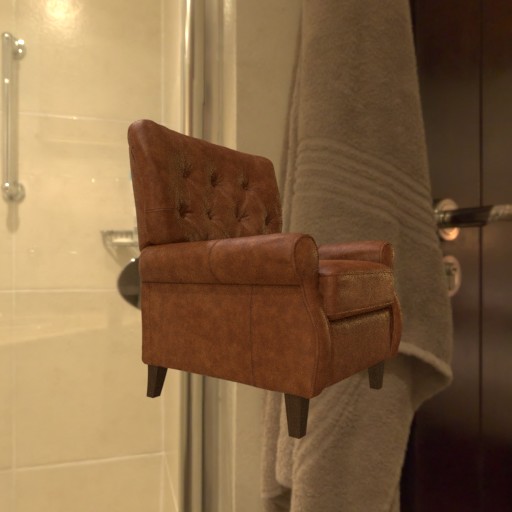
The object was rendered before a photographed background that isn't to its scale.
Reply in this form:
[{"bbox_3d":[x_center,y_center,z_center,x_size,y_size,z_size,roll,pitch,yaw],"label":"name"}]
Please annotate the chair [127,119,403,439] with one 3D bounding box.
[{"bbox_3d":[0.000,0.000,1.943,1.059,1.164,0.951,0,-1,37],"label":"chair"}]
